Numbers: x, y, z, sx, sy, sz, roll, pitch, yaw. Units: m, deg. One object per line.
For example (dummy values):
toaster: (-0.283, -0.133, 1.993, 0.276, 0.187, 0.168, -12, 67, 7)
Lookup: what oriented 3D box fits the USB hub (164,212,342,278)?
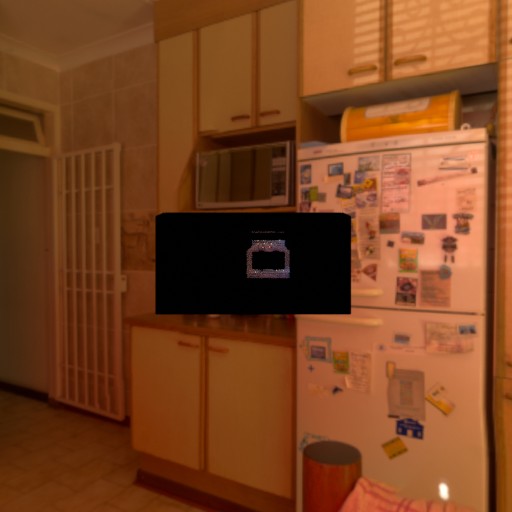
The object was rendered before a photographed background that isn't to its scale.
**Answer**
USB hub: (0.000, 0.000, 0.161, 0.044, 0.023, 0.145, 0, 2, 1)
